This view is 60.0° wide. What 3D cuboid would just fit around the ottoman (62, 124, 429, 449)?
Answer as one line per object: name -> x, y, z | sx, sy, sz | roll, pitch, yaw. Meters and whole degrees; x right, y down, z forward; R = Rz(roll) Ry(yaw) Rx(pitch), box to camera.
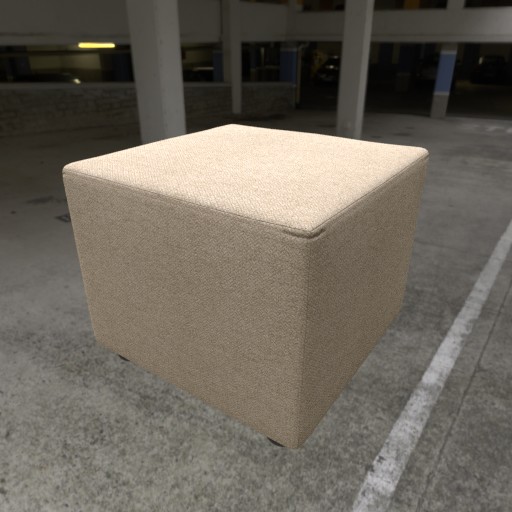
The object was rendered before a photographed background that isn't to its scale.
ottoman -> 0.000, 0.000, 0.906 | 0.508, 0.432, 0.508 | 17, 31, 31
